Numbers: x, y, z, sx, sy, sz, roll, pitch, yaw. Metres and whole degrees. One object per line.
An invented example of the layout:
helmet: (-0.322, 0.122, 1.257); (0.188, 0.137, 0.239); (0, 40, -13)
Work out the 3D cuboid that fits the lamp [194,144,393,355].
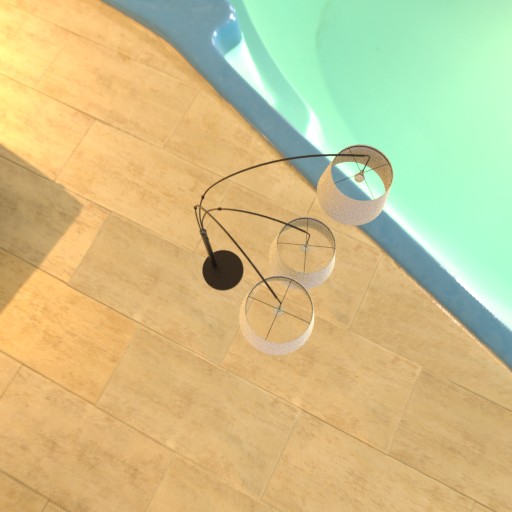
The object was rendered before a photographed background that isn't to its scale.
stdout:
lamp: (0.000, 0.000, 2.545); (0.924, 1.950, 0.951); (32, 77, 9)
